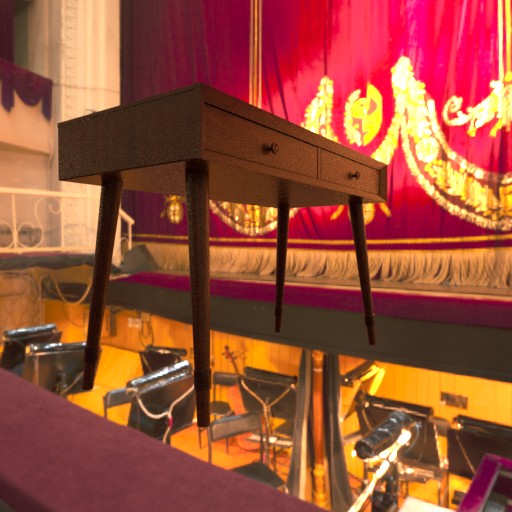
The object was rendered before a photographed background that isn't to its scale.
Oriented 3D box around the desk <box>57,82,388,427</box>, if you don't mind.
[{"bbox_3d":[0.000,0.000,2.127,0.734,1.031,1.577,1,2,35],"label":"desk"}]
